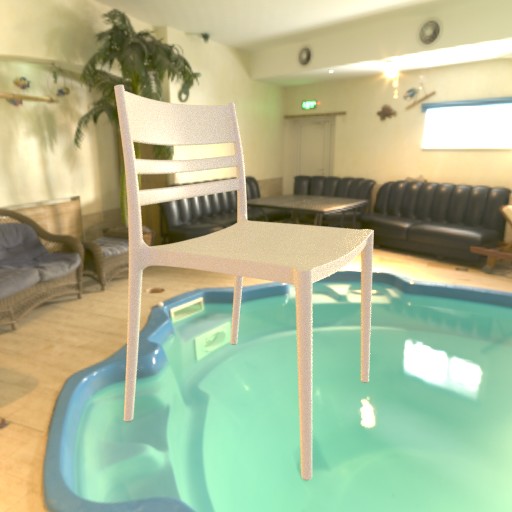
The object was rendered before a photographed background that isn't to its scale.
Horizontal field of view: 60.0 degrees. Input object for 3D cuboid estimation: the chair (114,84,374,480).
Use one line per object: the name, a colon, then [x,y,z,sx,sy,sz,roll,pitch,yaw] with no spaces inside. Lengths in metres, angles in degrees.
chair: [0.000,0.000,1.136,0.511,0.800,0.531,8,16,28]
